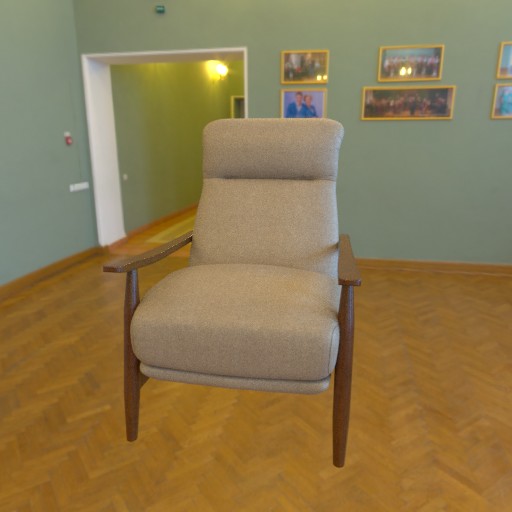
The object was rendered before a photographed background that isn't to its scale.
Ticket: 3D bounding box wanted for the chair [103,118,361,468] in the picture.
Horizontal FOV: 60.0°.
[{"bbox_3d":[0.000,0.000,1.772,0.762,1.082,1.030,3,16,10],"label":"chair"}]
